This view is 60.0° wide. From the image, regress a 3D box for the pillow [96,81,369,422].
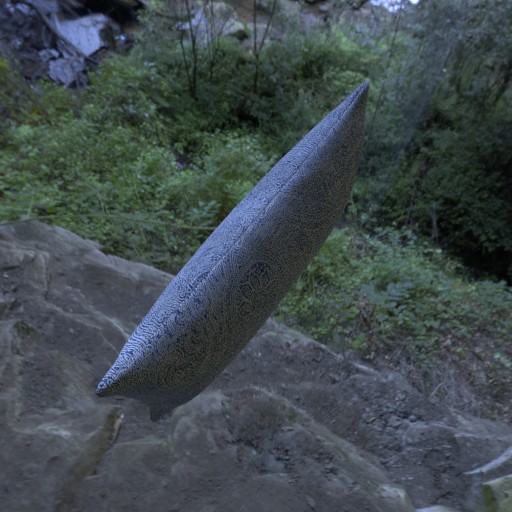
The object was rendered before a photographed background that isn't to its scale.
[{"bbox_3d":[0.000,0.000,0.743,0.151,0.295,0.615,33,68,15],"label":"pillow"}]
